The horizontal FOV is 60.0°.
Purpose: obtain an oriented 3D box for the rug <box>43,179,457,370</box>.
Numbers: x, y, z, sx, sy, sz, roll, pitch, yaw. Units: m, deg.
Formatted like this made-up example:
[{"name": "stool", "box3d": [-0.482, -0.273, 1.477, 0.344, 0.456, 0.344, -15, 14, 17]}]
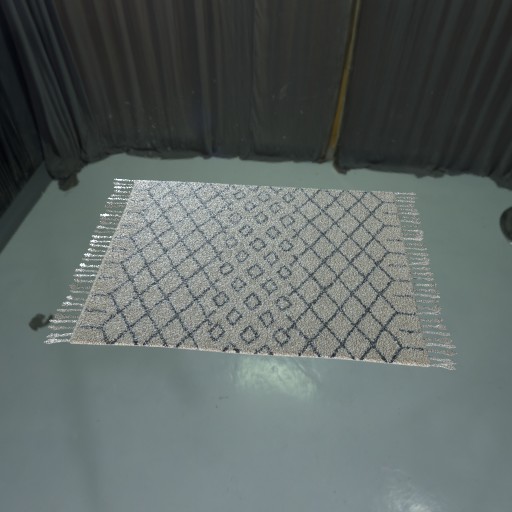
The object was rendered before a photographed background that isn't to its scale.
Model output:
[{"name": "rug", "box3d": [0.000, 0.000, 3.272, 2.615, 0.029, 1.664, 3, 48, 3]}]
